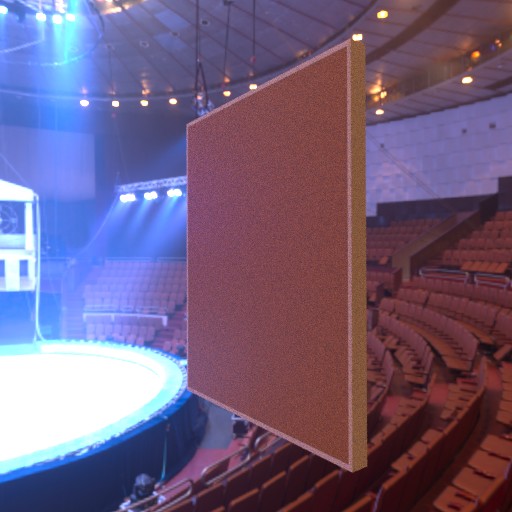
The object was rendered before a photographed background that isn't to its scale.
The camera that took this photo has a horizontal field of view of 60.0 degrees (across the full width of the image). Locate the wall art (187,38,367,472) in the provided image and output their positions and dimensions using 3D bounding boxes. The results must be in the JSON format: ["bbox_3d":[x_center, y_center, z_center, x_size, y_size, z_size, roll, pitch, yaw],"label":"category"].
[{"bbox_3d":[0.000,0.000,0.746,0.030,0.549,0.443,0,-1,-37],"label":"wall art"}]
